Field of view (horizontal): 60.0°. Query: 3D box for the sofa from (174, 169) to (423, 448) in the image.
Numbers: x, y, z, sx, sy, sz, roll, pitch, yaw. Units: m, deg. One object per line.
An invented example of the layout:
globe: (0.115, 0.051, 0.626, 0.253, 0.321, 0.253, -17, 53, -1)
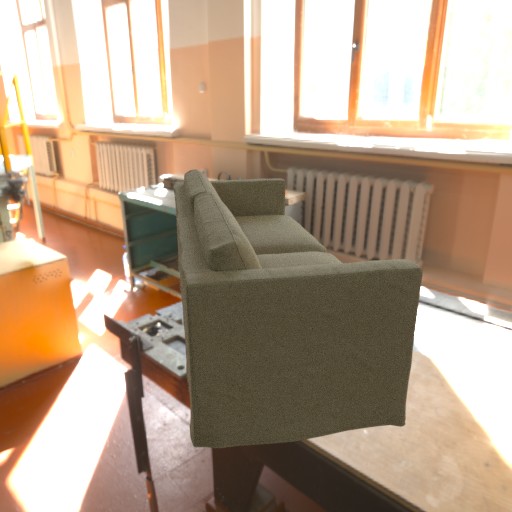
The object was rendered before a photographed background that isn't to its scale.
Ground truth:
sofa: (0.000, 0.000, 2.765, 0.956, 0.847, 2.296, -4, 19, -10)
